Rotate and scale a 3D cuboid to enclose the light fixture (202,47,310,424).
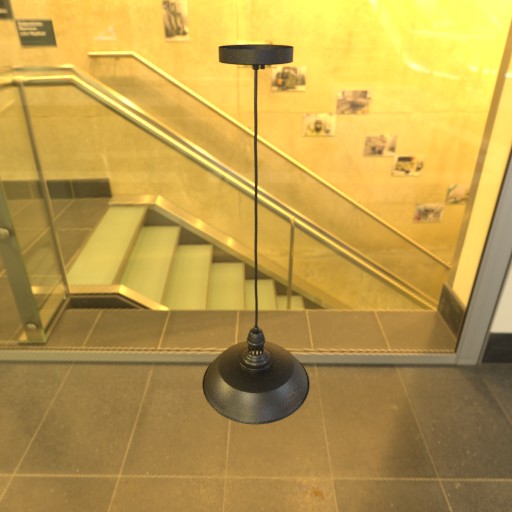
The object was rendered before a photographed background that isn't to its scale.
[{"bbox_3d":[0.000,0.000,1.161,0.331,0.993,0.331,-9,30,-17],"label":"light fixture"}]
